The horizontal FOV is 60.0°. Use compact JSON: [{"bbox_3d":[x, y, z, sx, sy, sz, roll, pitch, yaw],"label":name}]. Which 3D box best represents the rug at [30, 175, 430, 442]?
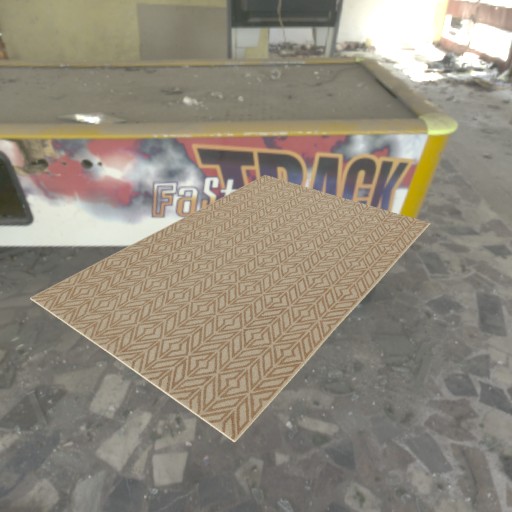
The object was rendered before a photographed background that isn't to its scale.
[{"bbox_3d":[0.000,0.000,2.336,1.220,0.007,1.828,22,39,31],"label":"rug"}]
